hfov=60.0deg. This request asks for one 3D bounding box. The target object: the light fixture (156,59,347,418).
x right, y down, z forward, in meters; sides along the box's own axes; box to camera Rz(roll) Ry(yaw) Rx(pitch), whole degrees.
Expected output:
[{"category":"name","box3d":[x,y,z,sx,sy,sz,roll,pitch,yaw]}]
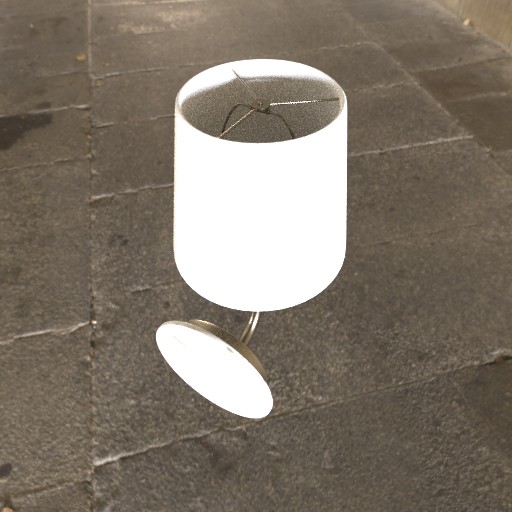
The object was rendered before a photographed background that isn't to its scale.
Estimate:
[{"category":"light fixture","box3d":[0.000,0.000,0.449,0.168,0.337,0.188,24,52,20]}]
